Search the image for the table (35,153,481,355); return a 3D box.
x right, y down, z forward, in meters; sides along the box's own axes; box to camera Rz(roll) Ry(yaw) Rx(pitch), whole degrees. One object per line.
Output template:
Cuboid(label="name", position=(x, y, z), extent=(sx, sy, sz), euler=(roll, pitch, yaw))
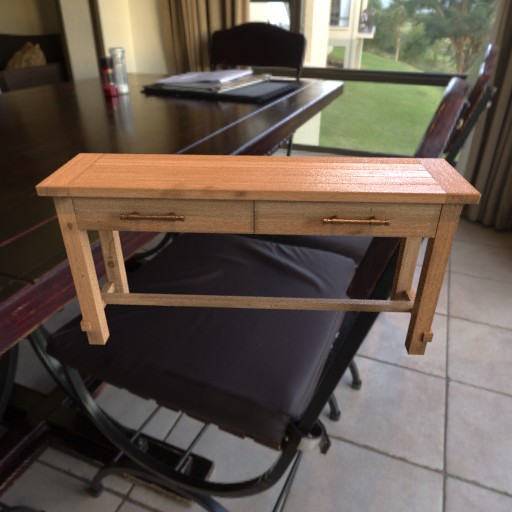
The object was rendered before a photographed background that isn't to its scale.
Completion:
Cuboid(label="table", position=(0.000, 0.000, 1.939), extent=(1.599, 0.762, 0.442), euler=(1, 30, 2))
